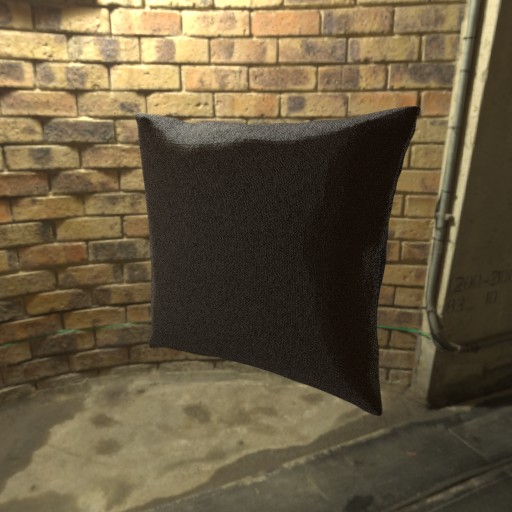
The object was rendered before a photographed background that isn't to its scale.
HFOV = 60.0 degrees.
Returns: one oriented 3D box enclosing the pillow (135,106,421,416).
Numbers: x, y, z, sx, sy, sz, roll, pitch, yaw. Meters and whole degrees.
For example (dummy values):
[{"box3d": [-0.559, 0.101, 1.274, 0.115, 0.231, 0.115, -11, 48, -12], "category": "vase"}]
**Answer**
[{"box3d": [0.000, 0.000, 0.699, 0.452, 0.439, 0.204, 8, 18, 26], "category": "pillow"}]
